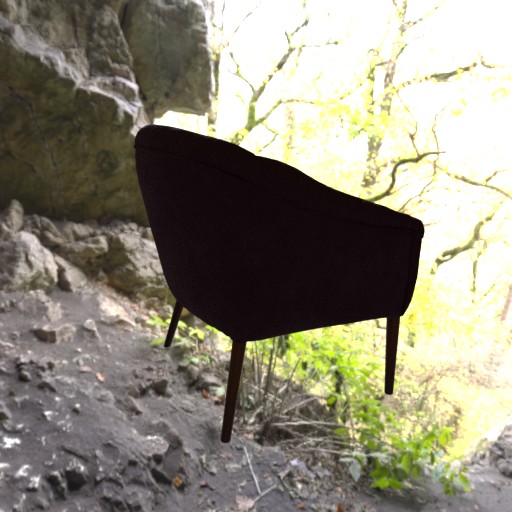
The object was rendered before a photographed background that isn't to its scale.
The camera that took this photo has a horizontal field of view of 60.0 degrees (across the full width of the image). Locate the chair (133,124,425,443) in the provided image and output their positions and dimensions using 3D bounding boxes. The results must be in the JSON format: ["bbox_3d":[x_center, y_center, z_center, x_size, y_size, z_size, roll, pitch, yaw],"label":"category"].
[{"bbox_3d":[0.000,0.000,1.553,0.776,0.885,0.851,-8,18,-25],"label":"chair"}]
